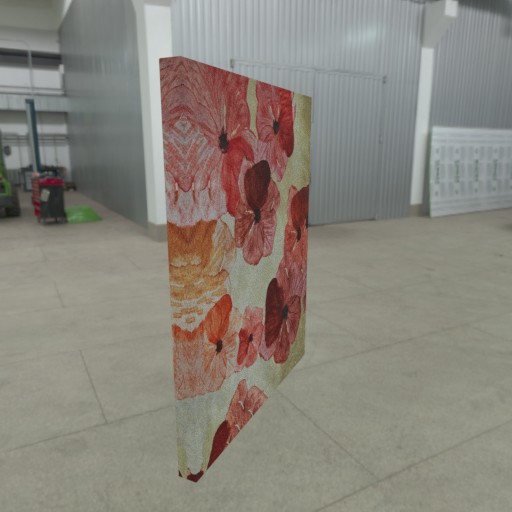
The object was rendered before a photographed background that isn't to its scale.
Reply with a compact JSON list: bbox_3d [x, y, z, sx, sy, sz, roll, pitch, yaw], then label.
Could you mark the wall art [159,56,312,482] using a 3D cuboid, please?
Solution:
[{"bbox_3d":[0.000,0.000,0.692,0.028,0.508,0.406,6,15,25],"label":"wall art"}]
